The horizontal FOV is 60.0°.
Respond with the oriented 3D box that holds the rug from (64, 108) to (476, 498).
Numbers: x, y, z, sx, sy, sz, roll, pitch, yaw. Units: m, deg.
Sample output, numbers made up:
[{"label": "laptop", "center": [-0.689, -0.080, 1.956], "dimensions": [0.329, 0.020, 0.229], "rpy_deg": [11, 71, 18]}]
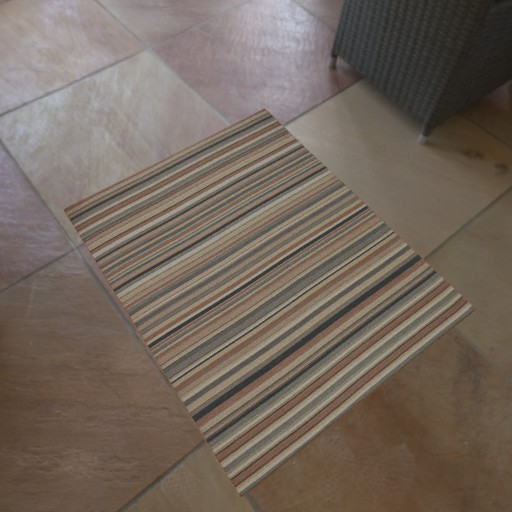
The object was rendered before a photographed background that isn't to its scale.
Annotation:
[{"label": "rug", "center": [0.000, 0.000, 4.041], "dimensions": [2.436, 0.011, 3.045], "rpy_deg": [-32, 64, -17]}]
